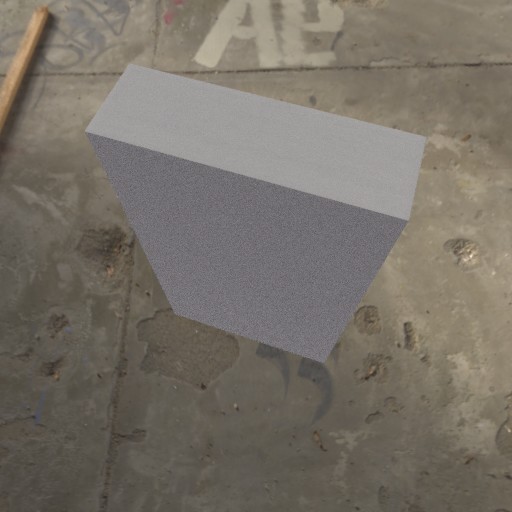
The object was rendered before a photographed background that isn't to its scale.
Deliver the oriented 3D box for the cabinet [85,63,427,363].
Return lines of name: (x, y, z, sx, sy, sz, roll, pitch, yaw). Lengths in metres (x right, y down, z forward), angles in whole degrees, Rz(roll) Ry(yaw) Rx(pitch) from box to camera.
cabinet: (0.000, 0.000, 1.593, 0.750, 1.280, 0.250, 17, 65, 8)
